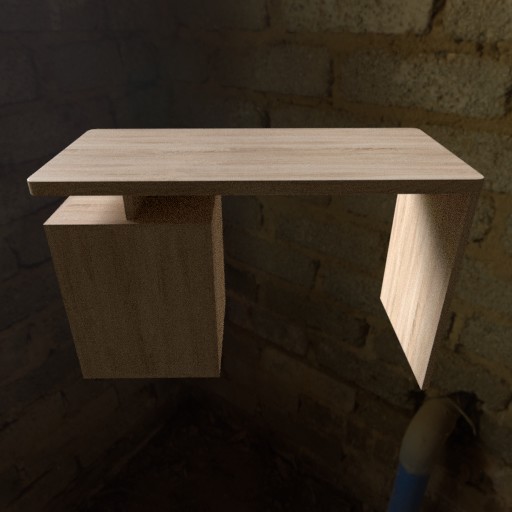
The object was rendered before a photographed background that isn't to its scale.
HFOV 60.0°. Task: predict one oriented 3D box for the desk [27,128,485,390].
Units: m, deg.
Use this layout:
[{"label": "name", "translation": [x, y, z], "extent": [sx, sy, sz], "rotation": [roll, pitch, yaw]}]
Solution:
[{"label": "desk", "translation": [0.000, 0.000, 1.569], "extent": [1.200, 0.760, 0.550], "rotation": [0, 30, -1]}]
